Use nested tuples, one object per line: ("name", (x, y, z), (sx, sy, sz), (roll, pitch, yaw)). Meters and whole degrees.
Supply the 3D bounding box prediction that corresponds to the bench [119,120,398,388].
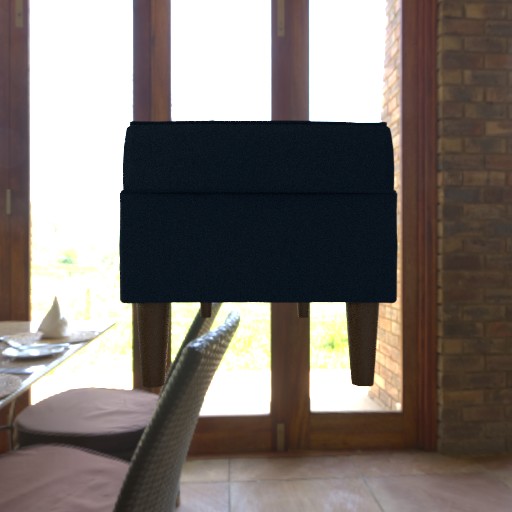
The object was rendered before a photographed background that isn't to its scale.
("bench", (0.000, 0.000, 1.256), (0.489, 0.467, 1.010), (0, 0, -1))
